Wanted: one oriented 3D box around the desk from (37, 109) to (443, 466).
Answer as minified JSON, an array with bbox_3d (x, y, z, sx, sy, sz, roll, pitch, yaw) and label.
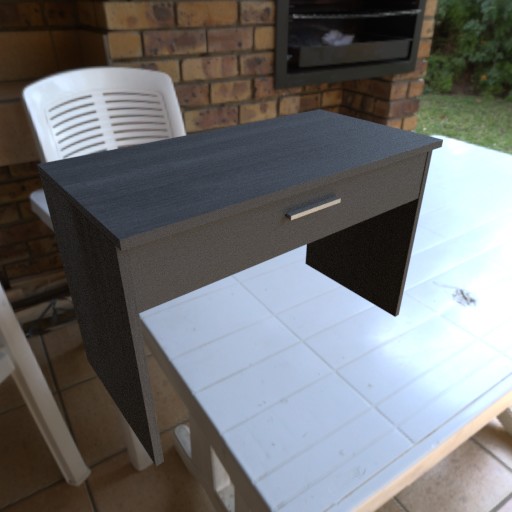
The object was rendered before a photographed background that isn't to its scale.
[{"bbox_3d":[0.000,0.000,1.510,1.099,0.729,0.557,-22,37,-32],"label":"desk"}]
